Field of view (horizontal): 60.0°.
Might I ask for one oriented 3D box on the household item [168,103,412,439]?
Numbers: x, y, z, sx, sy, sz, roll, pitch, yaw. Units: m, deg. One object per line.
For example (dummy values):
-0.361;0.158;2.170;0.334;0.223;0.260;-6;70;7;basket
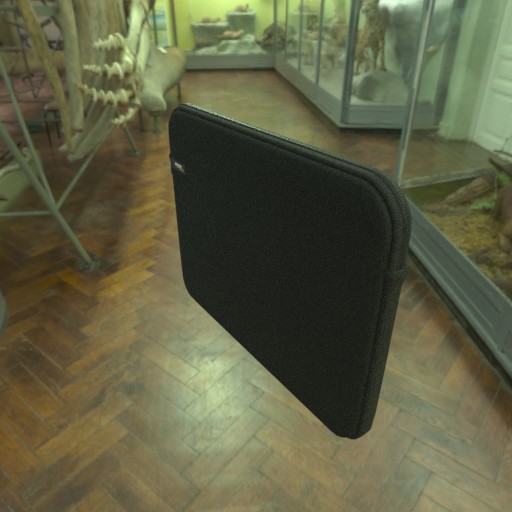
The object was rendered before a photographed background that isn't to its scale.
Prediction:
0.000;0.000;0.531;0.030;0.305;0.396;-20;36;-31;household item
